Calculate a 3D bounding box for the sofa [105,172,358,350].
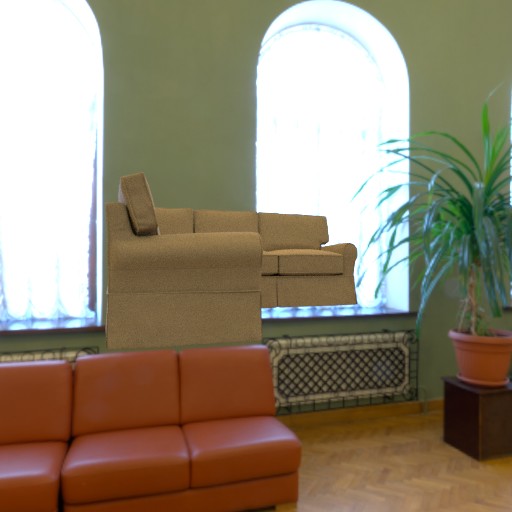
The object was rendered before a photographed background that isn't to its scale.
[{"bbox_3d":[0.000,0.000,4.288,2.733,1.124,2.730,0,0,-18],"label":"sofa"}]
